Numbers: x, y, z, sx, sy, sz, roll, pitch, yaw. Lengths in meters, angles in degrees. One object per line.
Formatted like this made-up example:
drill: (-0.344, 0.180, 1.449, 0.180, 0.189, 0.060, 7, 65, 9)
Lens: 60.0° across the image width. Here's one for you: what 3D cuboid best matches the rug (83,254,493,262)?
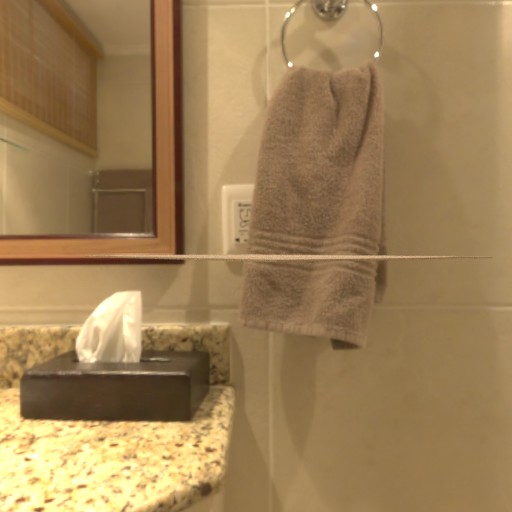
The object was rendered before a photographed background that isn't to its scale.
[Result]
rug: (0.000, 0.000, 2.301, 1.232, 0.015, 1.825, 0, 1, -37)
